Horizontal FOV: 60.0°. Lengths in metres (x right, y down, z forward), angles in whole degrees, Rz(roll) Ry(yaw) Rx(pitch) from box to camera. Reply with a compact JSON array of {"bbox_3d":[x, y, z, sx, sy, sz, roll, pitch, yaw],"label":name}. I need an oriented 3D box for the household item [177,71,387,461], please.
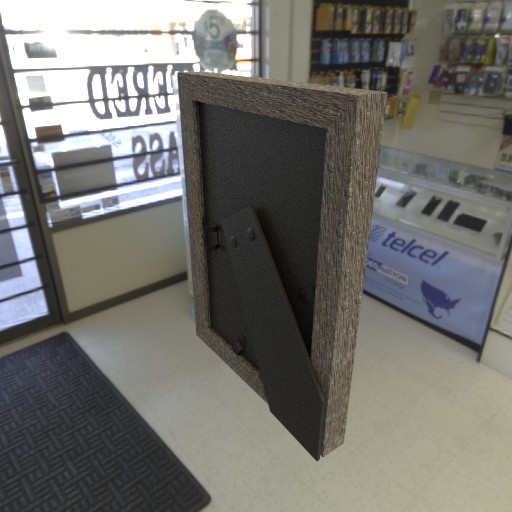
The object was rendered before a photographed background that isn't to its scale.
[{"bbox_3d":[0.000,0.000,0.243,0.020,0.180,0.133,-18,32,-32],"label":"household item"}]
